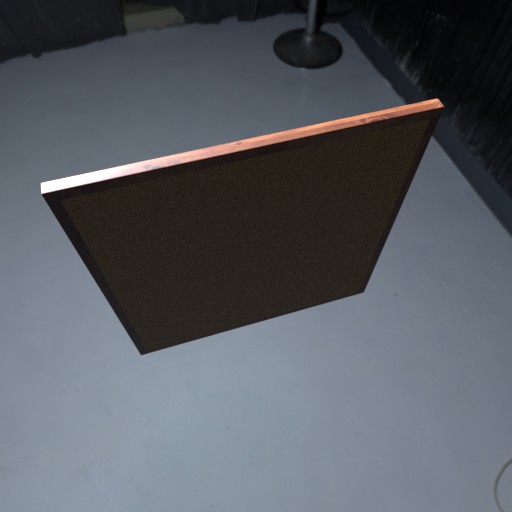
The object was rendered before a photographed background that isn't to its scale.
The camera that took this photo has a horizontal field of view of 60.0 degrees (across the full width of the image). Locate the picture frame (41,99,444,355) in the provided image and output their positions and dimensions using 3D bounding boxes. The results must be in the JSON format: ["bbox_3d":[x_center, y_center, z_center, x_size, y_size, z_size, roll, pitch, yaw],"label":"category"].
[{"bbox_3d":[0.000,0.000,1.204,0.810,0.817,0.029,-14,58,-9],"label":"picture frame"}]
